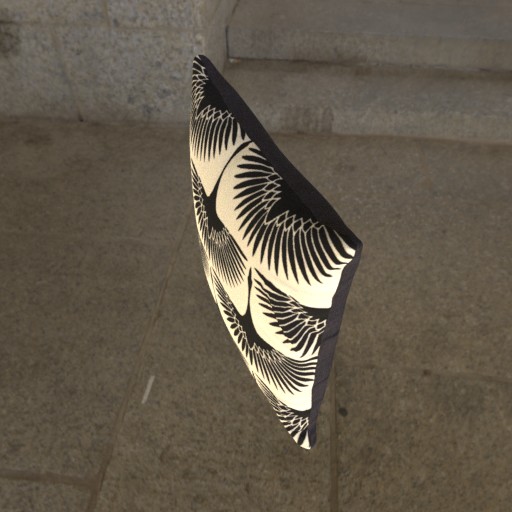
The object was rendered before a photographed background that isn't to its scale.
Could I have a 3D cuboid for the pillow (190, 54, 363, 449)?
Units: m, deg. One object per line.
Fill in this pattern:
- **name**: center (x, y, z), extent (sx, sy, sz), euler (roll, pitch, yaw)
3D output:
- **pillow**: center (0.000, 0.000, 0.655), extent (0.139, 0.432, 0.432), euler (-17, 48, -16)
